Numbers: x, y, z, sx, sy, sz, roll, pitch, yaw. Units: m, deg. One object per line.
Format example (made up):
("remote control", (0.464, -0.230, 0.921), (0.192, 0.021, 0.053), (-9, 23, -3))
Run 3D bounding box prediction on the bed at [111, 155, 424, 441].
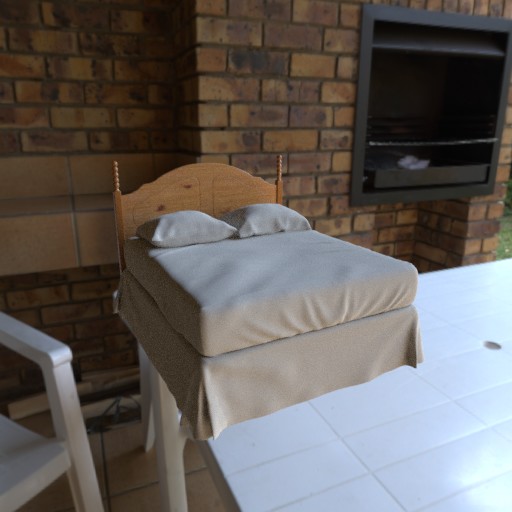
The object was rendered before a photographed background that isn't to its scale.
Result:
("bed", (0.000, 0.000, 3.397), (1.873, 1.356, 2.040), (-9, 19, -27))
